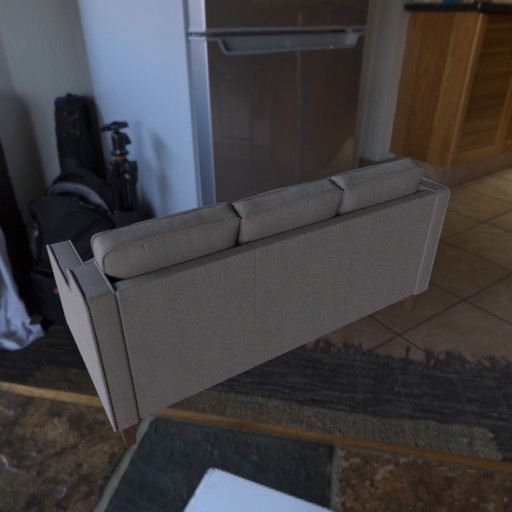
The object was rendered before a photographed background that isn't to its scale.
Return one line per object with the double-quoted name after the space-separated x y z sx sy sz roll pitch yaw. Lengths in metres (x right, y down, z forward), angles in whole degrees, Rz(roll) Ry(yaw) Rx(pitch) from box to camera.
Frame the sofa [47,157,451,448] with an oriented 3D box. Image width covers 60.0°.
0.000 0.000 2.480 1.986 0.974 0.911 -18 34 -28 "sofa"
